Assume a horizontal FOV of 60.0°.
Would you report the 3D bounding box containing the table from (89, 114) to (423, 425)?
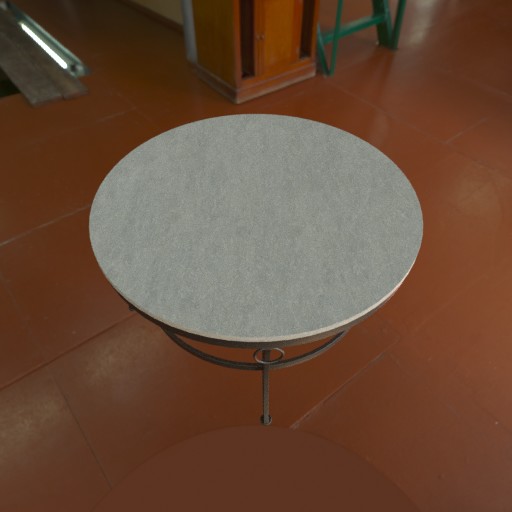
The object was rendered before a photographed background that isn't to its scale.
[{"bbox_3d":[0.000,0.000,1.390,0.889,0.470,0.889,0,47,0],"label":"table"}]
